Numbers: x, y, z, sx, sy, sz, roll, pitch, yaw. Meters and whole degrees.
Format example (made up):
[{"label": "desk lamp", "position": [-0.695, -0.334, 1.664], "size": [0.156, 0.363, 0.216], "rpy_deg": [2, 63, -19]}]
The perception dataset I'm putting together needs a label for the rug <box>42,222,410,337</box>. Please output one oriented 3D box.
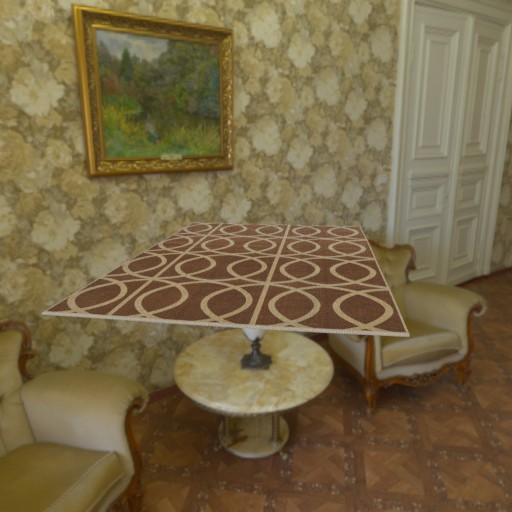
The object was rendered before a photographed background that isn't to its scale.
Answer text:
[{"label": "rug", "position": [0.000, 0.000, 2.877], "size": [1.528, 0.014, 2.294], "rpy_deg": [2, 14, 8]}]
